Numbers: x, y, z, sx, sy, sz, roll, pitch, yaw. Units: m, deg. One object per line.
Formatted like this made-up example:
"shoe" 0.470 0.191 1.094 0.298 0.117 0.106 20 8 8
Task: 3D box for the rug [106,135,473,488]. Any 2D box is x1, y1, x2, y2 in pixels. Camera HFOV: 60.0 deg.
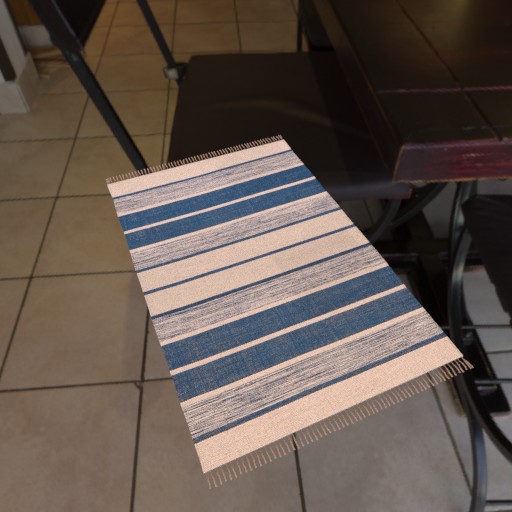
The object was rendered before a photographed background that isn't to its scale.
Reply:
"rug" 0.000 0.000 2.958 1.532 0.010 2.441 -18 51 -15
